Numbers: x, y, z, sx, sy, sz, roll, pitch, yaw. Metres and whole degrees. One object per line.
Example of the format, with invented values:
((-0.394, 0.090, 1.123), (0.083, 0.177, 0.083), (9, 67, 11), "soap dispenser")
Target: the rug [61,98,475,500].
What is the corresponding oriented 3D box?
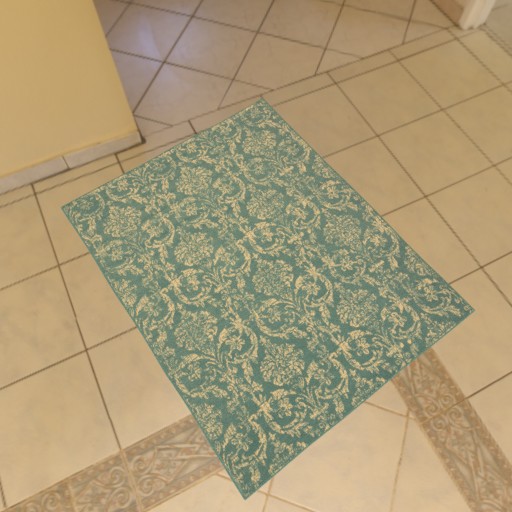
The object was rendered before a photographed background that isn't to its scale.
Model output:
((0.000, 0.000, 3.927), (2.363, 0.012, 2.980), (-33, 68, -15), "rug")
